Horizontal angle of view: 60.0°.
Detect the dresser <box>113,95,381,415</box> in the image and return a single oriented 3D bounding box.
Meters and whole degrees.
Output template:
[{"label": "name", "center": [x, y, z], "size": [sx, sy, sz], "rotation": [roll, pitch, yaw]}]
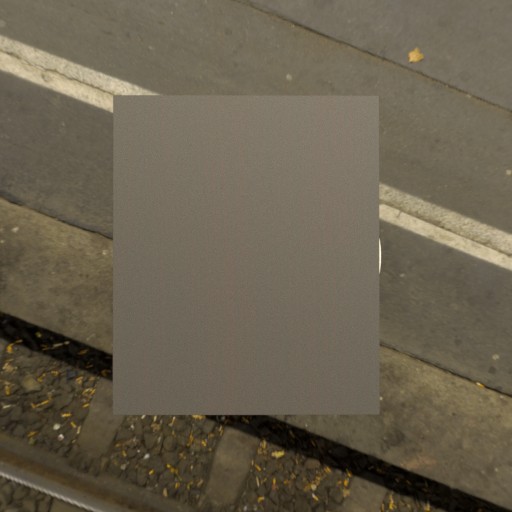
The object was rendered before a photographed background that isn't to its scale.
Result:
[{"label": "dresser", "center": [0.000, 0.000, 0.835], "size": [0.360, 0.560, 0.400], "rotation": [0, 90, 0]}]
